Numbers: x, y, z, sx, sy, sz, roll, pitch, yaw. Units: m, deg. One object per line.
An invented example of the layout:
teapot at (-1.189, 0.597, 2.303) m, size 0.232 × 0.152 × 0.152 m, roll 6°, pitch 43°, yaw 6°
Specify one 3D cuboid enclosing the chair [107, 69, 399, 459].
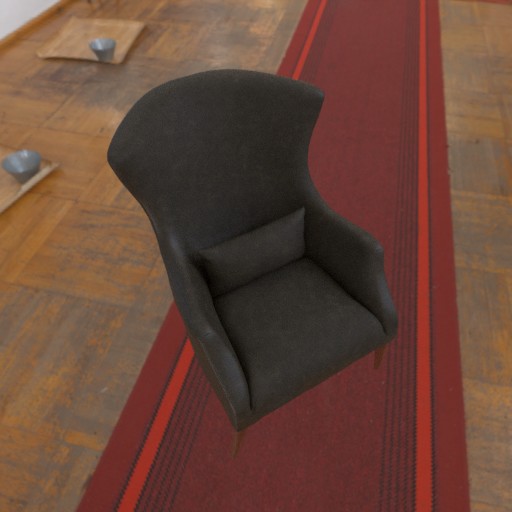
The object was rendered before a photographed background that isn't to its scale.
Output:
chair at (0.000, 0.000, 1.724) m, size 0.819 × 1.068 × 0.954 m, roll -24°, pitch 52°, yaw -21°
